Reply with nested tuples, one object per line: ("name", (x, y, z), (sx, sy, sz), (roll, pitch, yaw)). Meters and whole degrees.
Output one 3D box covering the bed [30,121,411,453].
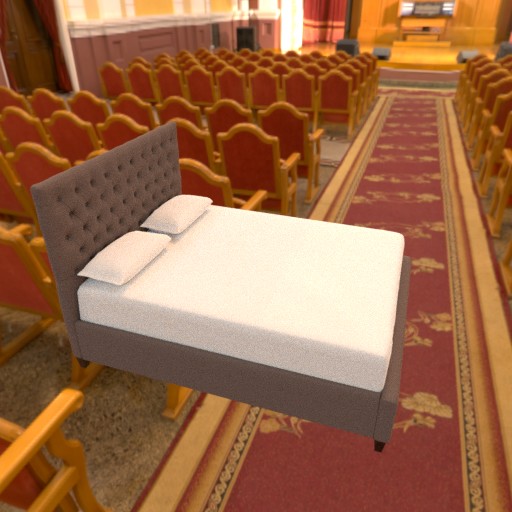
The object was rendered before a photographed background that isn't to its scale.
("bed", (0.000, 0.000, 3.275), (2.233, 1.426, 1.696), (10, 32, 17))
